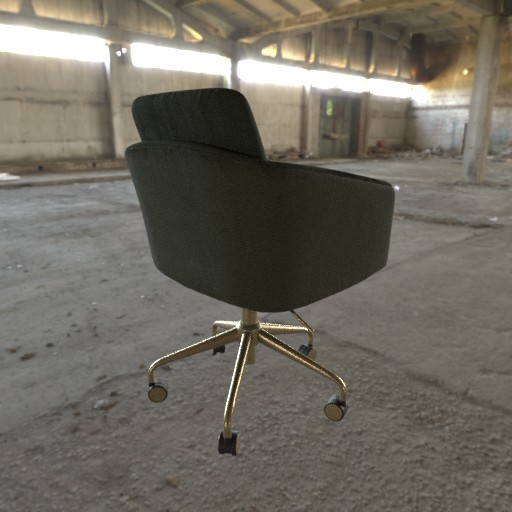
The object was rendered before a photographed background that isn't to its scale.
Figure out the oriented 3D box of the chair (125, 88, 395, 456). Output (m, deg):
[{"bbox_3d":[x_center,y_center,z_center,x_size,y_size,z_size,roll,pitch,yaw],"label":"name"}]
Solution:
[{"bbox_3d":[0.000,0.000,1.349,0.635,0.908,0.641,-14,21,-42],"label":"chair"}]
